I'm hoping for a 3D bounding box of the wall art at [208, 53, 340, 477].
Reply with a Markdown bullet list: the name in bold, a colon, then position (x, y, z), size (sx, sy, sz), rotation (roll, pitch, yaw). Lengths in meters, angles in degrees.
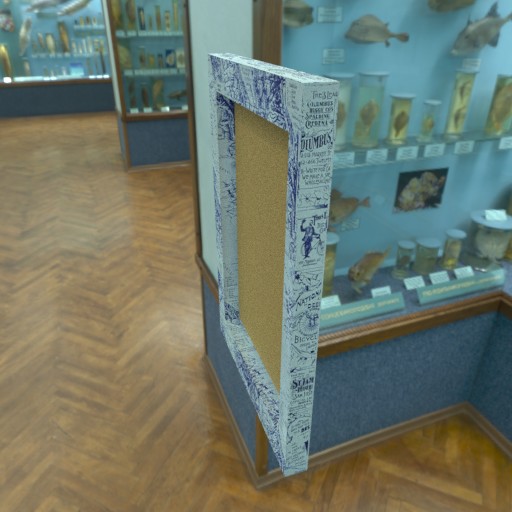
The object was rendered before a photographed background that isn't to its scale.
- **wall art**: position (0.000, 0.000, 0.470), size (0.025, 0.376, 0.255), rotation (-9, 30, -16)
